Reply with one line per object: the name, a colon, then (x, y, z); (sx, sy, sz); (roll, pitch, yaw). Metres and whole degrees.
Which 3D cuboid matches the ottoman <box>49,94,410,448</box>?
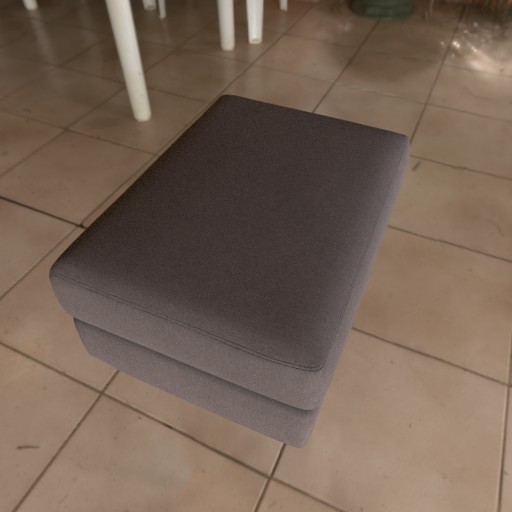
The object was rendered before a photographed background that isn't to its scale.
ottoman: (0.000, 0.000, 1.132); (0.574, 0.497, 0.773); (18, 50, 16)
